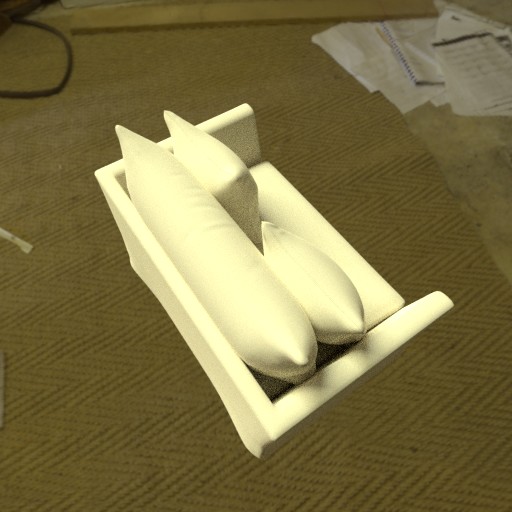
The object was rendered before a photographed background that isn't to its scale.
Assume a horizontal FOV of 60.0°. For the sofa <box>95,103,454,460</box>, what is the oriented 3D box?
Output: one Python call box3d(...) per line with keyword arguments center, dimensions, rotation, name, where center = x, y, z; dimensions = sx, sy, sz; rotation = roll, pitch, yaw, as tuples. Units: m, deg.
box3d(center=(0.000, 0.000, 2.276), dimensions=(1.026, 1.039, 1.608), rotation=(-30, 62, -18), name="sofa")
